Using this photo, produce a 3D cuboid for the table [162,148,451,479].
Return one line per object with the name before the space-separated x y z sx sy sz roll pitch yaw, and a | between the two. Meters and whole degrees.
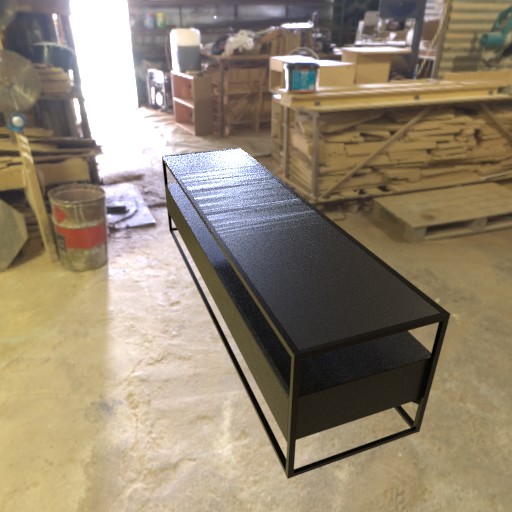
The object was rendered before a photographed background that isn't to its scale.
table | 0.000 0.000 1.656 0.399 0.395 1.486 -10 31 -18
